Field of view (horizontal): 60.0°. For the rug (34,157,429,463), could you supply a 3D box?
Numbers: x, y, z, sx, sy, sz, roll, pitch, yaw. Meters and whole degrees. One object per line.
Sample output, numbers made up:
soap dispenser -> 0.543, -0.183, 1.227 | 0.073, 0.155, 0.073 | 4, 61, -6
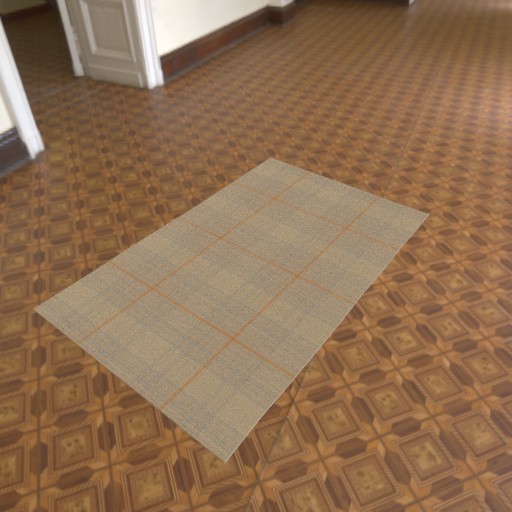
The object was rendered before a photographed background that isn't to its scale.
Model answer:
rug -> 0.000, 0.000, 3.068 | 1.527, 0.016, 2.442 | 26, 47, 28
